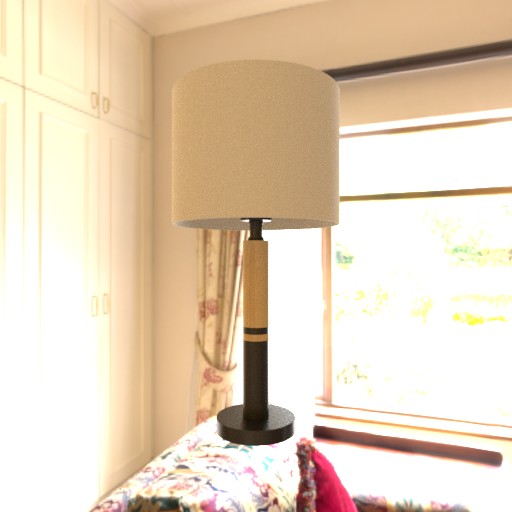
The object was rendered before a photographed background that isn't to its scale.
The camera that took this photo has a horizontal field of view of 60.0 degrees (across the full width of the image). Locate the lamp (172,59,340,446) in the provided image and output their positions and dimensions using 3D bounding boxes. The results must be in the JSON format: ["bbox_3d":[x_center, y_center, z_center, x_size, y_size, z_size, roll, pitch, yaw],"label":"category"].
[{"bbox_3d":[0.000,0.000,0.818,0.305,0.640,0.305,0,0,-17],"label":"lamp"}]
